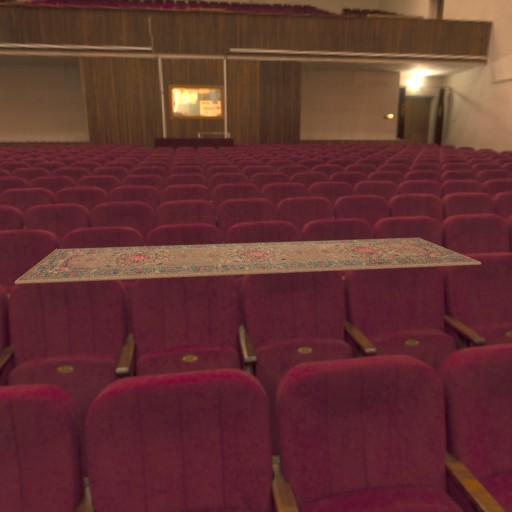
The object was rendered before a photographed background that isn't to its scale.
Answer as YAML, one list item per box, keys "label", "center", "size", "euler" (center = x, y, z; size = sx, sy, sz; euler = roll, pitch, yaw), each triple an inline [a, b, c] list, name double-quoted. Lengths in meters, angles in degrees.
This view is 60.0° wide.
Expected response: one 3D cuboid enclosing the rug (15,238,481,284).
- label: "rug"
  center: [0.000, 0.000, 2.470]
  size: [2.297, 0.019, 0.659]
  euler: [-2, 14, -8]
